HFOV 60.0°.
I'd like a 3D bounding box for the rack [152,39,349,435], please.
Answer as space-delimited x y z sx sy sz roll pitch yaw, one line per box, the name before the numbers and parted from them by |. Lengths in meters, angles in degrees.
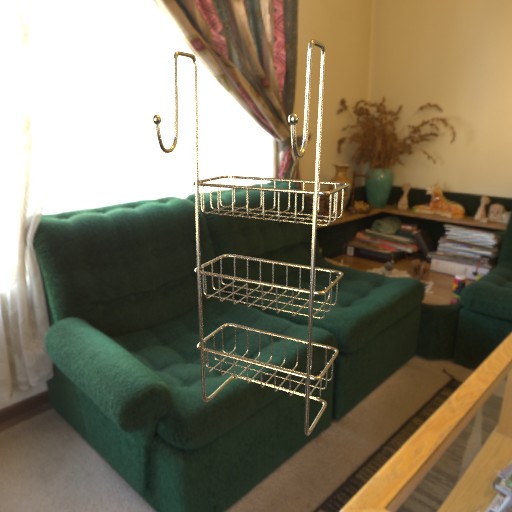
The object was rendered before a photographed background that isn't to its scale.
rack | 0.000 0.000 0.674 0.228 0.574 0.202 8 19 26
